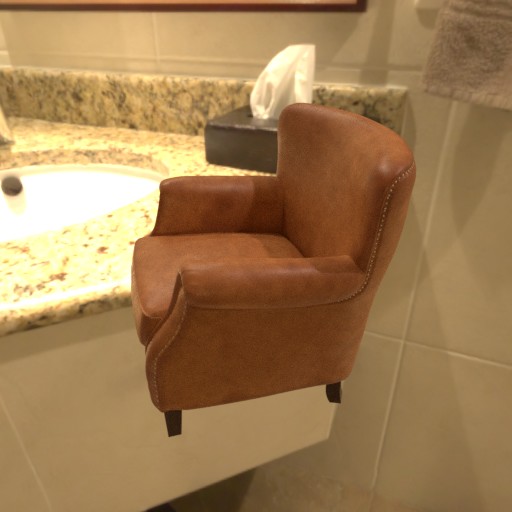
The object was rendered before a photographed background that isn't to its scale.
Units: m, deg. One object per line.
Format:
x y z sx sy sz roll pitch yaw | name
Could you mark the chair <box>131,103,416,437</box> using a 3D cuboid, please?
0.000 0.000 1.637 0.921 0.936 0.861 -8 31 -13 | chair
